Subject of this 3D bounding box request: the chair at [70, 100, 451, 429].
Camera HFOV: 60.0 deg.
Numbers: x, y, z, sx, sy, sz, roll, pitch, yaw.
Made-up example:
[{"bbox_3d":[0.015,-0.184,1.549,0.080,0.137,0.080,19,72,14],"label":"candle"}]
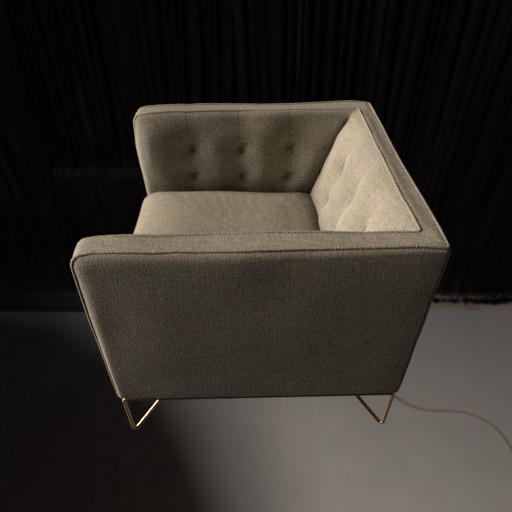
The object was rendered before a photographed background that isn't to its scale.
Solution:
[{"bbox_3d":[0.000,0.000,1.608,0.912,0.799,0.920,-1,40,-1],"label":"chair"}]
